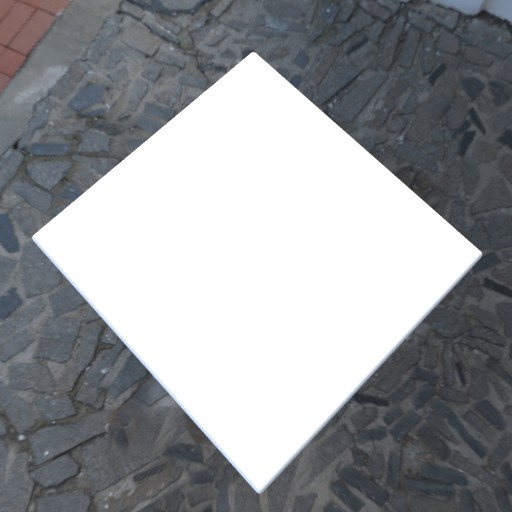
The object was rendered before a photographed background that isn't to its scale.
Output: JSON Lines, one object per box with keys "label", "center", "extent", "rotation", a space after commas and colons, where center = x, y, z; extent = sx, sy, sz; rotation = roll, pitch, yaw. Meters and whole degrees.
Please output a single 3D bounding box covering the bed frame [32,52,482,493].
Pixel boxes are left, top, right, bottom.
{"label": "bed frame", "center": [0.000, 0.000, 2.975], "extent": [1.935, 0.525, 2.033], "rotation": [-43, 80, -10]}
